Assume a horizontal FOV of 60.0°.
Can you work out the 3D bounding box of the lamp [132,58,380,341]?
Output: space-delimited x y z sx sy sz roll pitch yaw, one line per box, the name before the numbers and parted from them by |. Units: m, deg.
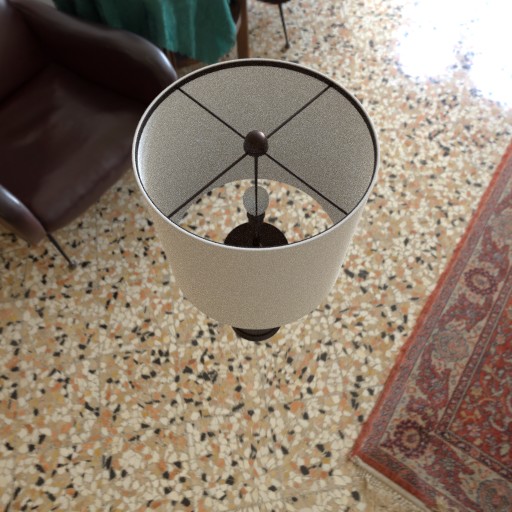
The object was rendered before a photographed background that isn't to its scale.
lamp | 0.000 0.000 0.808 0.301 0.630 0.301 -1 63 -1
